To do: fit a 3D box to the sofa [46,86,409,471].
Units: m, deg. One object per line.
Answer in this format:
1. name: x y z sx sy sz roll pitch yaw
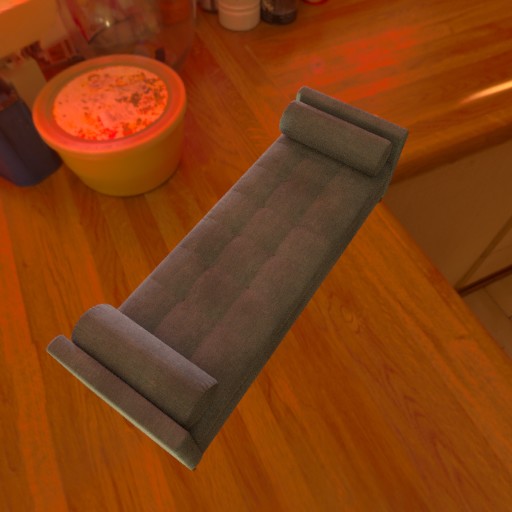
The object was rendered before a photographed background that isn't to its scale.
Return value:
1. sofa: 0.000 0.000 2.338 0.686 0.635 1.981 30 63 18
